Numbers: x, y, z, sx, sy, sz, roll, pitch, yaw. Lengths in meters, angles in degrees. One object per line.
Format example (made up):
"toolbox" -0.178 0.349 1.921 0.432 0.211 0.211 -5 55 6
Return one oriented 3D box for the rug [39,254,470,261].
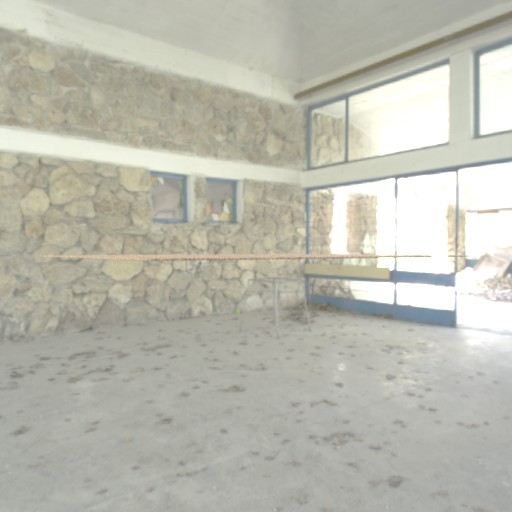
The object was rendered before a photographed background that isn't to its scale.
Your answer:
"rug" 0.000 0.000 4.141 3.205 0.013 2.448 0 1 -38
